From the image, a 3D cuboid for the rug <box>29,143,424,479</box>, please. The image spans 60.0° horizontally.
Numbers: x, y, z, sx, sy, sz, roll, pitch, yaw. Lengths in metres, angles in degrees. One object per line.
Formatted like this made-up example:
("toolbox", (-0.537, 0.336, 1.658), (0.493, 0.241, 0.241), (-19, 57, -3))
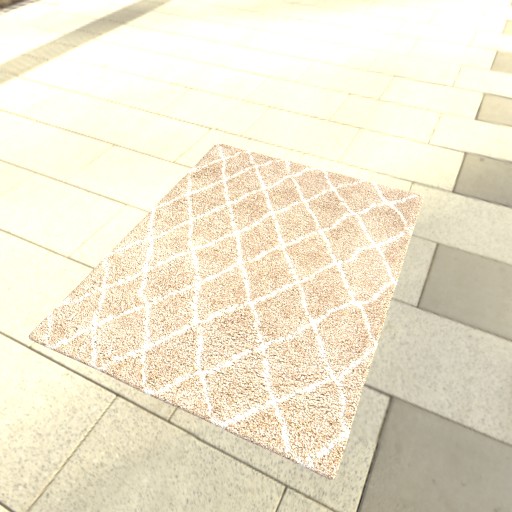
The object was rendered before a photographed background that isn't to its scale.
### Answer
("rug", (0.000, 0.000, 3.983), (2.438, 0.029, 3.047), (18, 48, 17))
